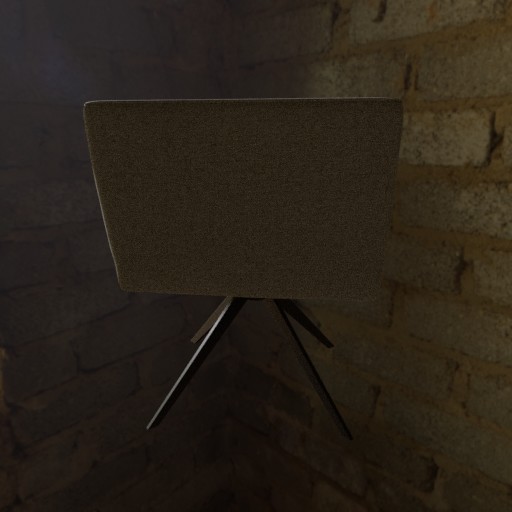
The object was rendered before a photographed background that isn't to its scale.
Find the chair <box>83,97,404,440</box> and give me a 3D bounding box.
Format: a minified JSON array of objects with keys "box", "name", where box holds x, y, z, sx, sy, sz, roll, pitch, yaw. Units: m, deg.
[{"box":[0.000,0.000,1.212,0.628,0.760,0.623,2,15,7],"name":"chair"}]
